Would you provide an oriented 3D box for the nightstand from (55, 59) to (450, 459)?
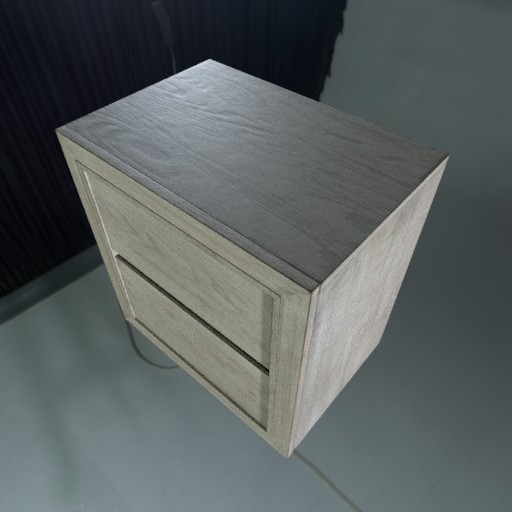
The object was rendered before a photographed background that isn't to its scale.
[{"bbox_3d":[0.000,0.000,1.086,0.612,0.673,0.483,32,55,27],"label":"nightstand"}]
